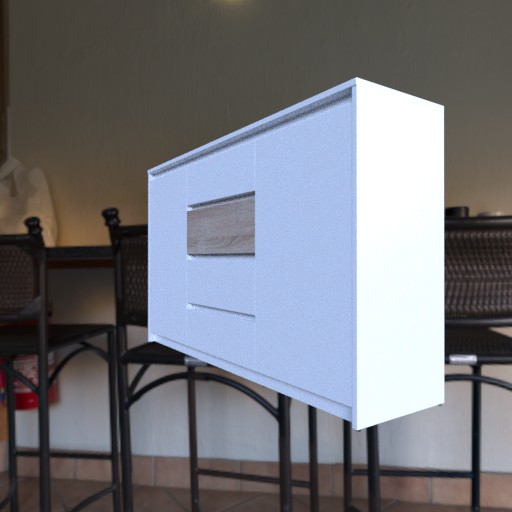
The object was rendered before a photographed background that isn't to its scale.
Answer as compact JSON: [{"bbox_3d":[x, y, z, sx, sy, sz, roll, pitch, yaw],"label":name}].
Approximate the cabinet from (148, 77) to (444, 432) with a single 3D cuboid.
[{"bbox_3d":[0.000,0.000,1.825,0.380,0.900,1.450,0,0,-34],"label":"cabinet"}]
